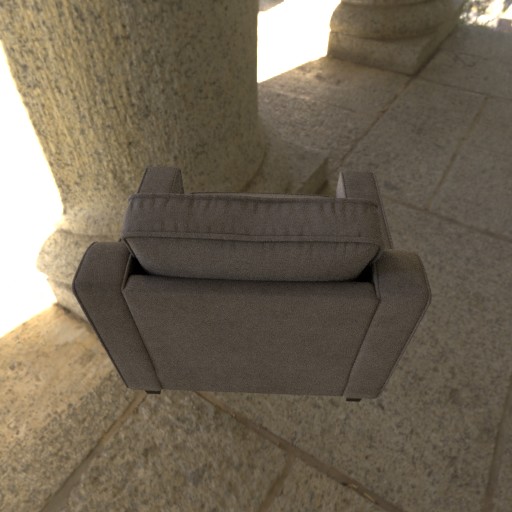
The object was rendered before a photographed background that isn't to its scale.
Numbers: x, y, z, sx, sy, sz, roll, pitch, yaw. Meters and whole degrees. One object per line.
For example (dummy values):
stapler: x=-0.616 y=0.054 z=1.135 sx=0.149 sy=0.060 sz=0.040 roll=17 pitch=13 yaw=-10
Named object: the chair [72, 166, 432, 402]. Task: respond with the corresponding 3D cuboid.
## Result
chair: x=0.000 y=0.000 z=1.623 sx=0.926 sy=0.944 sz=0.840 roll=2 pitch=46 yaw=2
